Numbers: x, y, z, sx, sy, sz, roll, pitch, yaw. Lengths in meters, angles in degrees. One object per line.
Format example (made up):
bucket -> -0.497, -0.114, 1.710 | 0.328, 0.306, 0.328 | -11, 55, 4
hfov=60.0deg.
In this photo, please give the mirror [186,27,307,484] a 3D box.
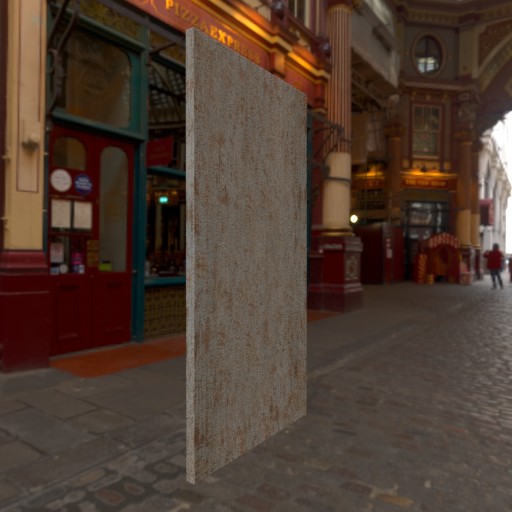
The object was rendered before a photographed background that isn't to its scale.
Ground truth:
mirror -> 0.000, 0.000, 1.094 | 0.027, 0.922, 0.472 | 0, 1, 35
